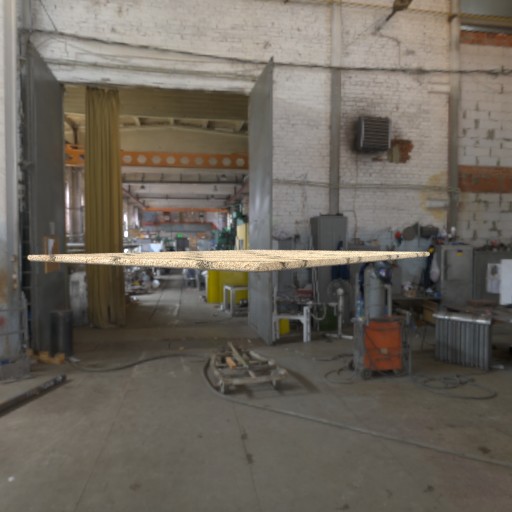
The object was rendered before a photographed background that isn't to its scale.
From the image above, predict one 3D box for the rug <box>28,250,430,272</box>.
[{"bbox_3d":[0.000,0.000,2.135,1.200,0.025,1.600,1,2,36],"label":"rug"}]
